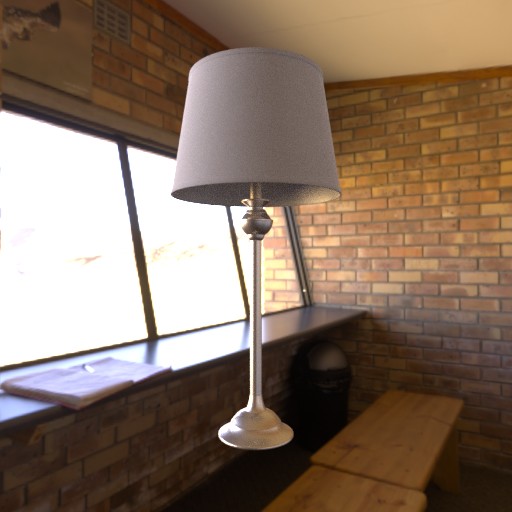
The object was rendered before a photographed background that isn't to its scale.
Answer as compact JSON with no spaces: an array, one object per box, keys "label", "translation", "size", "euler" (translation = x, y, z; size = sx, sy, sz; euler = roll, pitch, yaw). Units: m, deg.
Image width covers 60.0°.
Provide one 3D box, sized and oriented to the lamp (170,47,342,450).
[{"label":"lamp","translation":[0.000,0.000,0.871],"size":[0.331,0.698,0.331],"euler":[0,-1,0]}]
